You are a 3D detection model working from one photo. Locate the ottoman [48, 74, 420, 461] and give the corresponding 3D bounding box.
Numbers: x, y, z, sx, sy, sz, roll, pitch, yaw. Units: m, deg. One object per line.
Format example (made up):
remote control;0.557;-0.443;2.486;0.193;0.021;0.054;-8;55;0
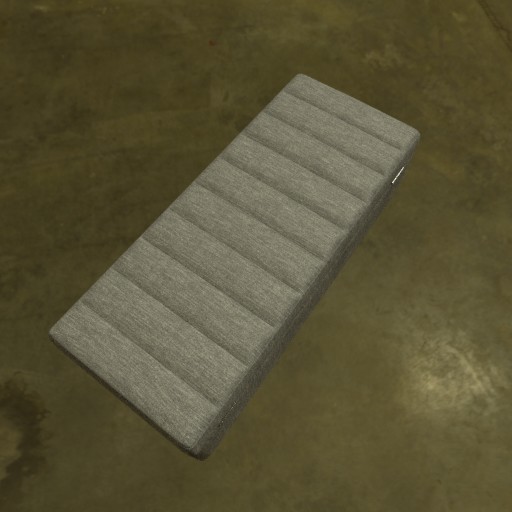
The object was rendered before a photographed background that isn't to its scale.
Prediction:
ottoman;0.000;0.000;1.421;0.482;0.469;1.151;33;67;16
